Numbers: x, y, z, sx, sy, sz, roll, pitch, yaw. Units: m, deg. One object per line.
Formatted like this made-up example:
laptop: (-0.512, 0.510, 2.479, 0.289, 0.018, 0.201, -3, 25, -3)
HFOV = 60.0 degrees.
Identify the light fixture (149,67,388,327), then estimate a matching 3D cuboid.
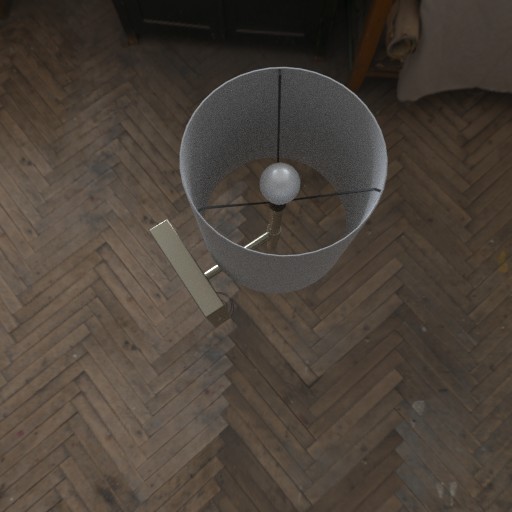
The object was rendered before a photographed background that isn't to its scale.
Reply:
light fixture: (0.000, 0.000, 0.681, 0.248, 0.589, 0.188, -33, 78, -8)
